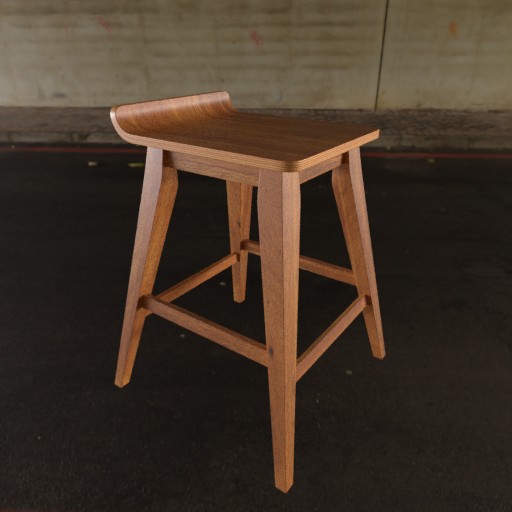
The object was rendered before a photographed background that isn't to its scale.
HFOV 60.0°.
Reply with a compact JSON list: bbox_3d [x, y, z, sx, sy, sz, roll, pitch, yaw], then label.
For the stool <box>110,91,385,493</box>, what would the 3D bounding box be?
[{"bbox_3d":[0.000,0.000,1.001,0.500,0.650,0.500,18,31,32],"label":"stool"}]
